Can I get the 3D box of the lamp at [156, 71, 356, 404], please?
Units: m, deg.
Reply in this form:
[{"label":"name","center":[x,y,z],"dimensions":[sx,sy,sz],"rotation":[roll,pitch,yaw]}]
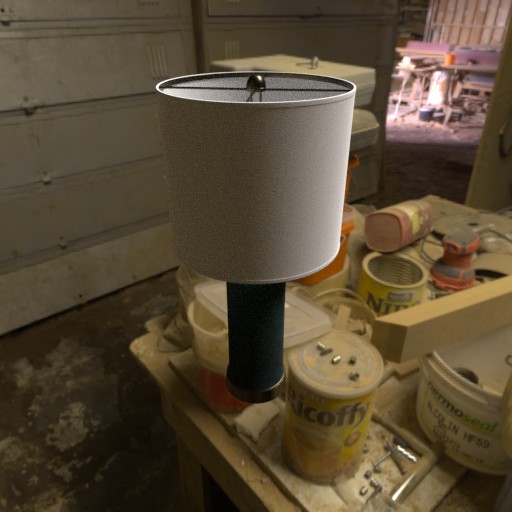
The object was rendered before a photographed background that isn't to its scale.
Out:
[{"label":"lamp","center":[0.000,0.000,0.825],"dimensions":[0.301,0.630,0.301],"rotation":[-21,36,-33]}]
